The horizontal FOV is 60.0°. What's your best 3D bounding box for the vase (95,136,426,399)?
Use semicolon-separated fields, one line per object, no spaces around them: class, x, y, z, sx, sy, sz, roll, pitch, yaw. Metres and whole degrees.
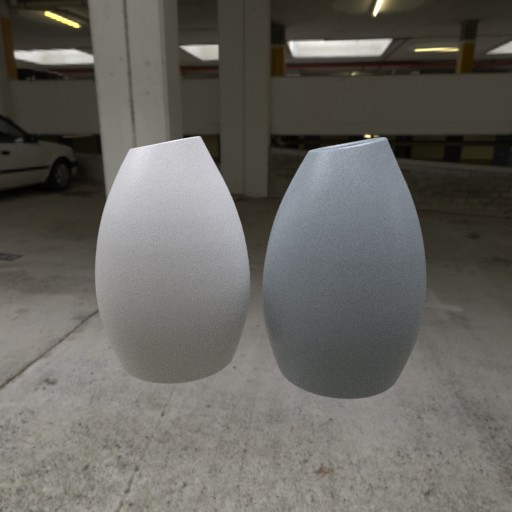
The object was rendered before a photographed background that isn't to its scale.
vase;0.000;0.000;0.252;0.187;0.131;0.089;2;16;8
